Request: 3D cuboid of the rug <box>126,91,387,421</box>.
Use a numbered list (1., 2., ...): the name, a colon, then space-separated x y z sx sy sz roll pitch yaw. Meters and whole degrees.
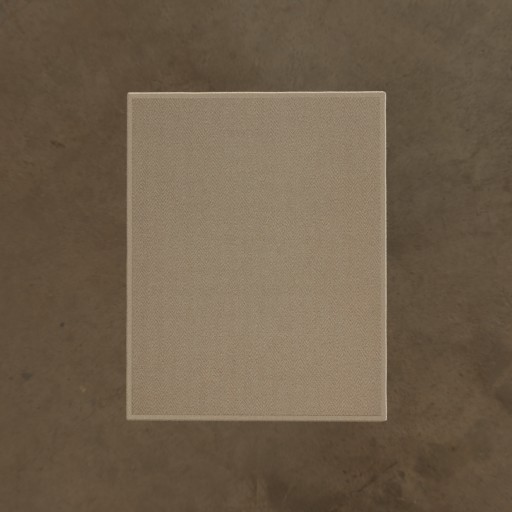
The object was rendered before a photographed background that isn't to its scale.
1. rug: 0.000 0.000 4.110 2.407 0.020 3.051 0 89 1
